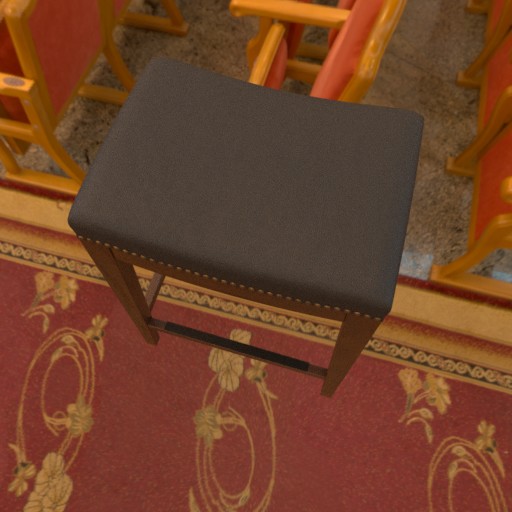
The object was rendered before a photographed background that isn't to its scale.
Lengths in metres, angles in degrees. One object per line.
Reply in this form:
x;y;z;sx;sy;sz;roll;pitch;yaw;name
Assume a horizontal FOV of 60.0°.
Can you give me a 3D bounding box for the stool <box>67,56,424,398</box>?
0.000;0.000;0.900;0.490;0.664;0.353;15;66;7;stool
